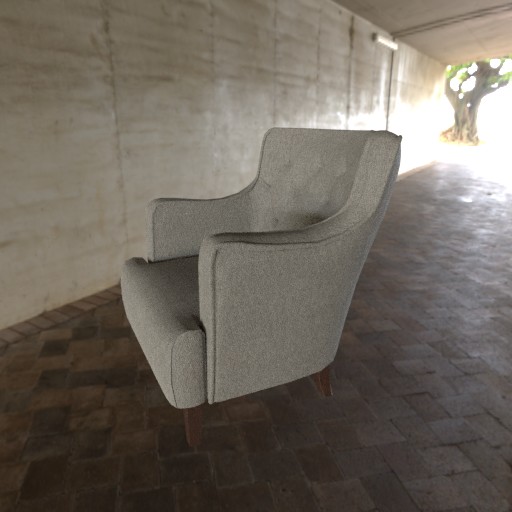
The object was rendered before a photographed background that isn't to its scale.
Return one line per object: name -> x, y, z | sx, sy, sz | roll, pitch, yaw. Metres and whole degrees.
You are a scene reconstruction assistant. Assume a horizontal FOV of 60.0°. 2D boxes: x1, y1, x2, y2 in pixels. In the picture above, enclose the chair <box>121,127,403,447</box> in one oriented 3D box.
chair -> 0.000, 0.000, 1.647 | 0.910, 0.920, 0.820 | -8, 19, -25
